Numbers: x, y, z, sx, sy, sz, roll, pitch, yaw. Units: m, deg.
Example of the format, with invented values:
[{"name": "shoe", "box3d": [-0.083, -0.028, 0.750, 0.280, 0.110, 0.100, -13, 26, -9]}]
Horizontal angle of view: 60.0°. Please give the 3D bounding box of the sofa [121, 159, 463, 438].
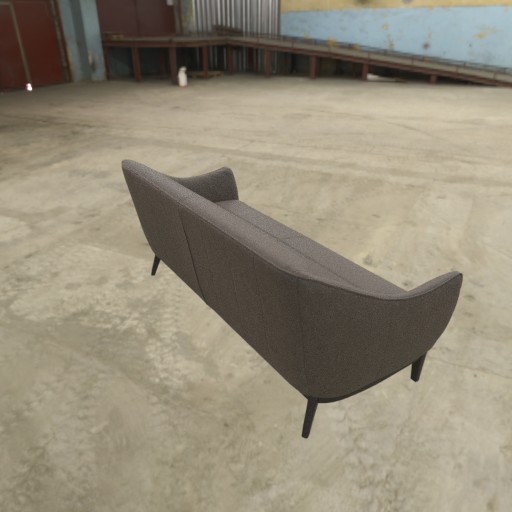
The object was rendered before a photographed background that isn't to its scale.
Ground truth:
[{"name": "sofa", "box3d": [0.000, 0.000, 2.432, 0.869, 0.831, 1.928, -17, 32, -30]}]
